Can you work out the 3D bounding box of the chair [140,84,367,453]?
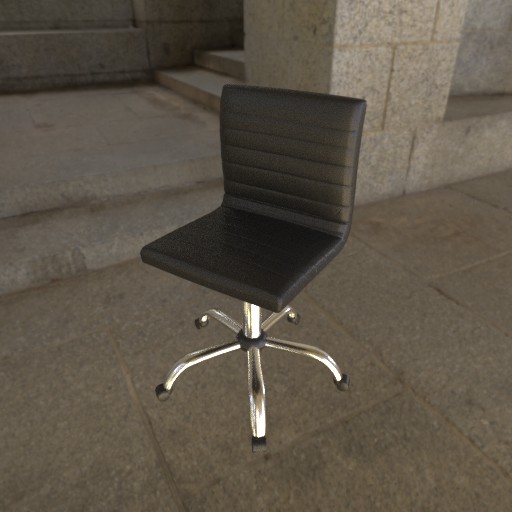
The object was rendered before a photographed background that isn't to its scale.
[{"bbox_3d":[0.000,0.000,1.155,0.556,0.780,0.530,18,35,27],"label":"chair"}]
